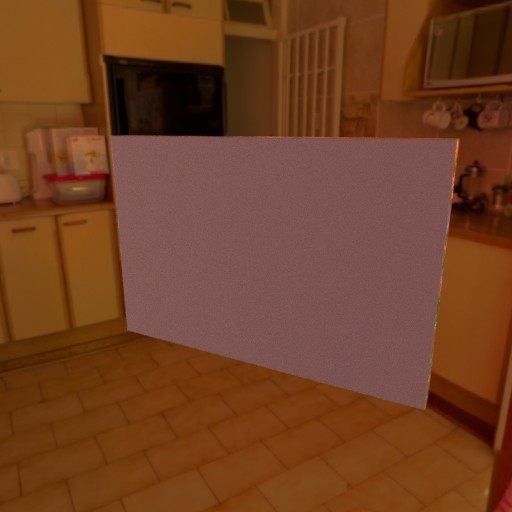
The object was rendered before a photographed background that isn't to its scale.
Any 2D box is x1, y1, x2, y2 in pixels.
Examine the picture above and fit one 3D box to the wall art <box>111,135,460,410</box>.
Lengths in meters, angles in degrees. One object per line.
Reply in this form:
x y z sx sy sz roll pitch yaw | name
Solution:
0.000 0.000 0.783 0.610 0.406 0.037 8 18 27 | wall art
